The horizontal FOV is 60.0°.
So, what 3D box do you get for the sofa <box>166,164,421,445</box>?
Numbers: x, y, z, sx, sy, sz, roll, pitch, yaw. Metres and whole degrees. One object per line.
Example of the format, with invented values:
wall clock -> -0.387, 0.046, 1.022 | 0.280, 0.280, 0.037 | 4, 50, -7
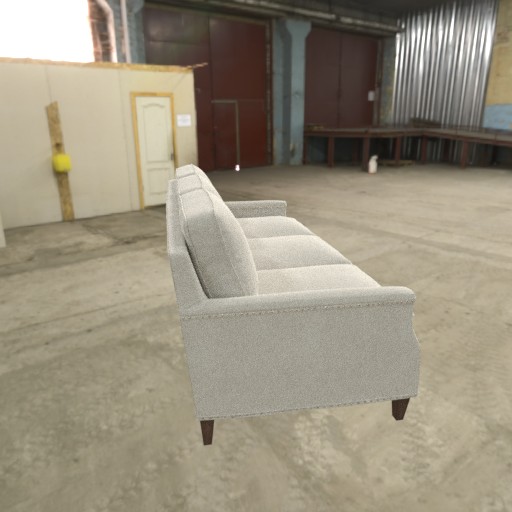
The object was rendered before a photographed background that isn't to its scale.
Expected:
sofa -> 0.000, 0.000, 2.823 | 1.084, 1.003, 2.246 | -3, 17, -10
